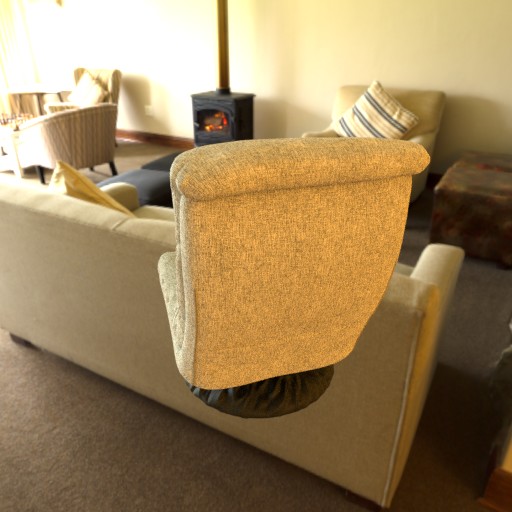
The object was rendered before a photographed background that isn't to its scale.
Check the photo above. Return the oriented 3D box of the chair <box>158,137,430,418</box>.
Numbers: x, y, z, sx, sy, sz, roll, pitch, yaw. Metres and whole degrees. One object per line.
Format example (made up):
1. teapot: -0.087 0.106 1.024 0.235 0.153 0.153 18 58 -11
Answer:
1. chair: 0.000 0.000 0.966 0.400 0.600 0.583 -8 28 -15
